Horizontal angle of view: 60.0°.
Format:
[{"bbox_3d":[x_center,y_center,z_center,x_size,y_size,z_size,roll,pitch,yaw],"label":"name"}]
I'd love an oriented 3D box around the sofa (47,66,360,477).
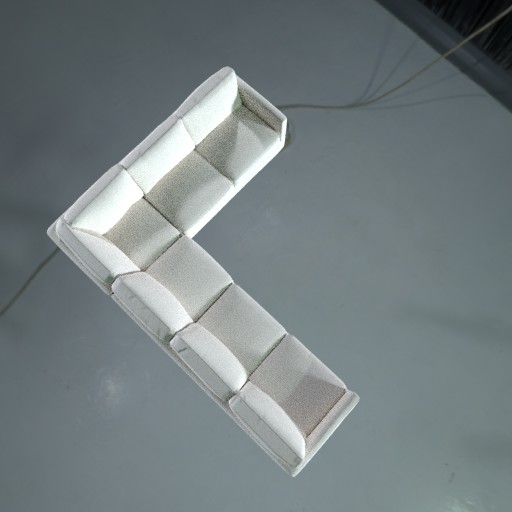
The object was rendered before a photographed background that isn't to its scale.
[{"bbox_3d":[0.000,0.000,4.522,3.302,0.947,2.593,42,80,9],"label":"sofa"}]
